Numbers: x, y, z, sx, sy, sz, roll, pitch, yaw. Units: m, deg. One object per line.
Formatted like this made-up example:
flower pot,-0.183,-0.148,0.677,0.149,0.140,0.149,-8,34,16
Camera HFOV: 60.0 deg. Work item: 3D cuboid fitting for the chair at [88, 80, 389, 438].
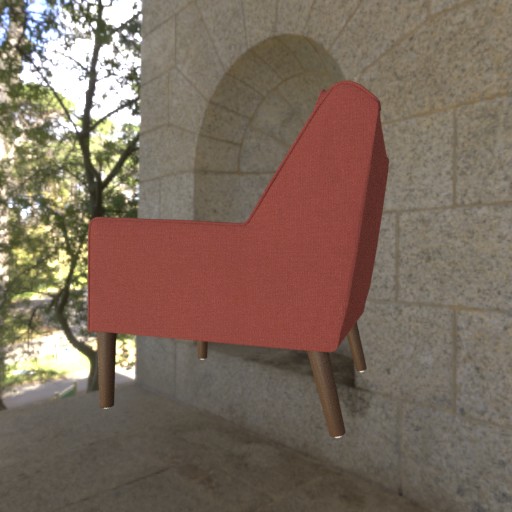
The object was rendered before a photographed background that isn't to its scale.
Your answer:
chair,0.000,0.000,1.367,0.770,0.812,0.680,0,0,18
